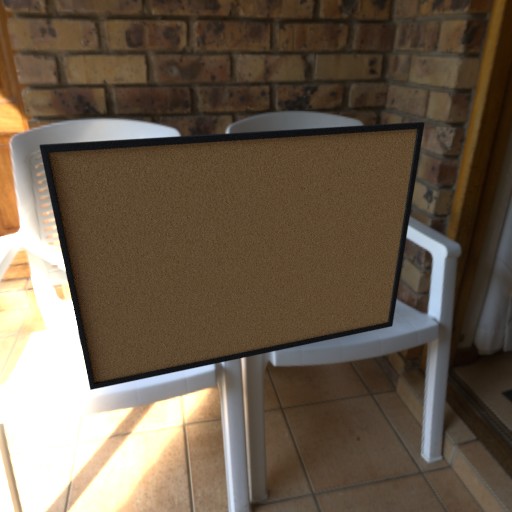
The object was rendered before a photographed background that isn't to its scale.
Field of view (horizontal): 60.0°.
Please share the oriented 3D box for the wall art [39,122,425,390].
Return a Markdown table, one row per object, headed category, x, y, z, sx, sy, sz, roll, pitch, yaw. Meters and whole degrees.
| category | x | y | z | sx | sy | sz | roll | pitch | yaw |
| --- | --- | --- | --- | --- | --- | --- | --- | --- | --- |
| wall art | 0.000 | 0.000 | 1.217 | 0.963 | 0.665 | 0.013 | -8 | 27 | -17 |
